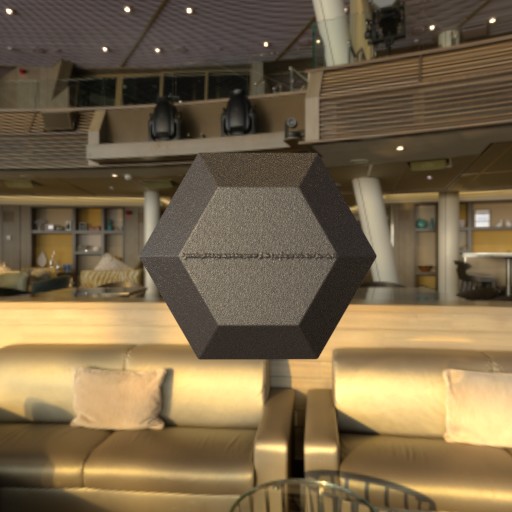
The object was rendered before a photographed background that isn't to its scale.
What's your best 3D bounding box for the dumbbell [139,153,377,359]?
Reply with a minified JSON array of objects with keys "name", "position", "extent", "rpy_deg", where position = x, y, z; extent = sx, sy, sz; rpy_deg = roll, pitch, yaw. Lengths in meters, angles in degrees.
[{"name":"dumbbell","position":[0.000,0.000,0.376],"extent":[0.129,0.113,0.315],"rpy_deg":[0,0,0]}]
